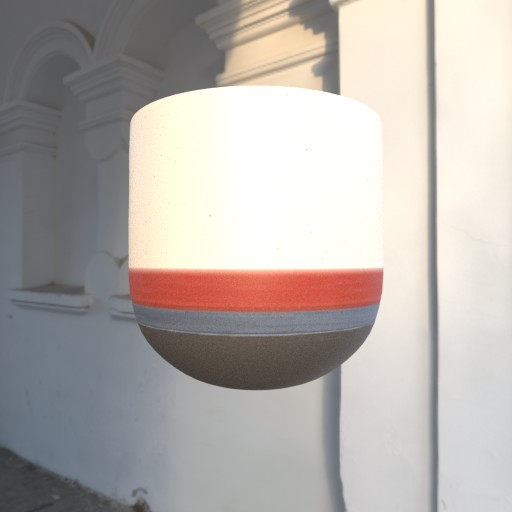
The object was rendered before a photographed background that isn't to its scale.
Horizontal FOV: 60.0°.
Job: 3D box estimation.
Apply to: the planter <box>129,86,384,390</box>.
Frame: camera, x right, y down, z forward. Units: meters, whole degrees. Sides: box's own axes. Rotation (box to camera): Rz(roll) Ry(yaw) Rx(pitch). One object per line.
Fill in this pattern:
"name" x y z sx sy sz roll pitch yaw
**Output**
"planter" 0.000 0.000 0.485 0.268 0.270 0.268 0 -1 0
